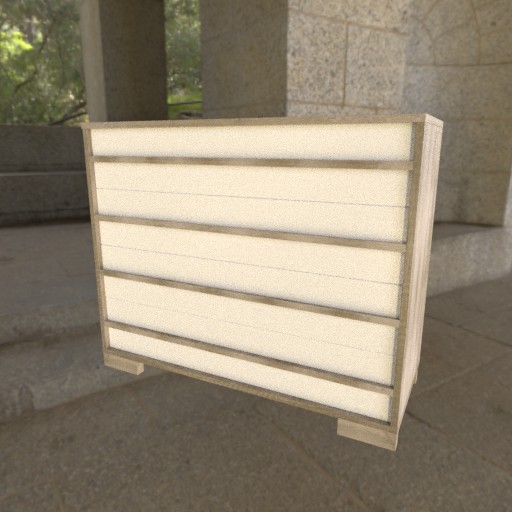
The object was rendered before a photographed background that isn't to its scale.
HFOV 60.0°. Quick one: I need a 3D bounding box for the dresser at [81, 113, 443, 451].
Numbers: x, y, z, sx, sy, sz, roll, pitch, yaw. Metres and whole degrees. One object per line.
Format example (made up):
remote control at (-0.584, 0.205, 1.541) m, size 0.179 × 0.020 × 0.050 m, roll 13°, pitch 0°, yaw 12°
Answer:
dresser at (0.000, 0.000, 1.408) m, size 0.994 × 0.816 × 0.404 m, roll 7°, pitch 16°, yaw 26°
